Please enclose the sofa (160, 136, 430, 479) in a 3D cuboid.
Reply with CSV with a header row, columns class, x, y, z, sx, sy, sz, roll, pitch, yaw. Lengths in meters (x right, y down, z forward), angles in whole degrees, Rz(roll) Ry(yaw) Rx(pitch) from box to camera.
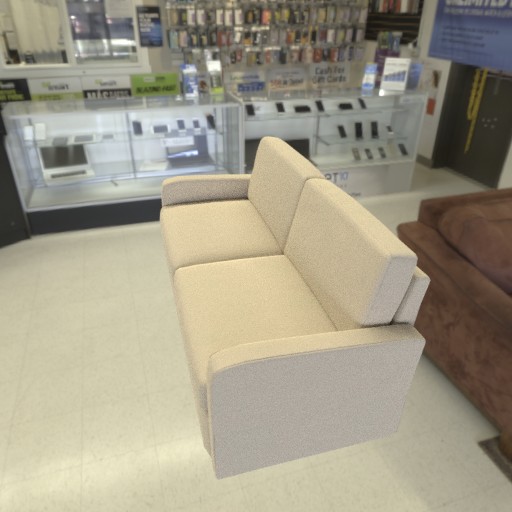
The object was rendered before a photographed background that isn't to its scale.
class,x,y,z,sx,sy,sz,roll,pitch,yaw
sofa,0.000,0.000,2.320,0.894,0.831,1.808,-8,31,-13
